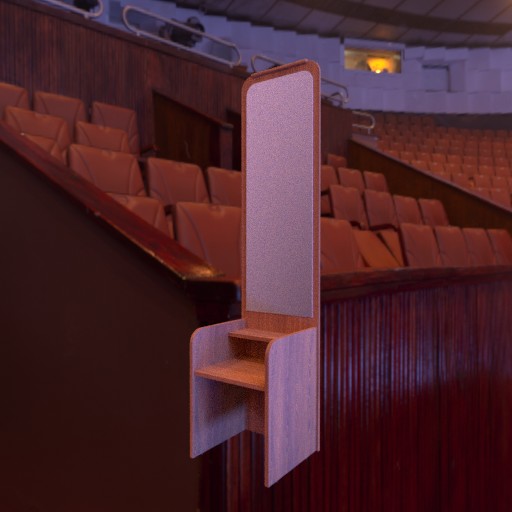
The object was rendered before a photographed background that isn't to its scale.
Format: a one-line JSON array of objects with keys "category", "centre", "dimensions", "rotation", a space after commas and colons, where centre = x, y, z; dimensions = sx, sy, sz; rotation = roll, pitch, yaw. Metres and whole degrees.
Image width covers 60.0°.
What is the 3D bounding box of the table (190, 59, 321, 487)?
[{"category": "table", "centre": [0.000, 0.000, 2.025], "dimensions": [0.450, 1.830, 0.420], "rotation": [1, 2, 36]}]
